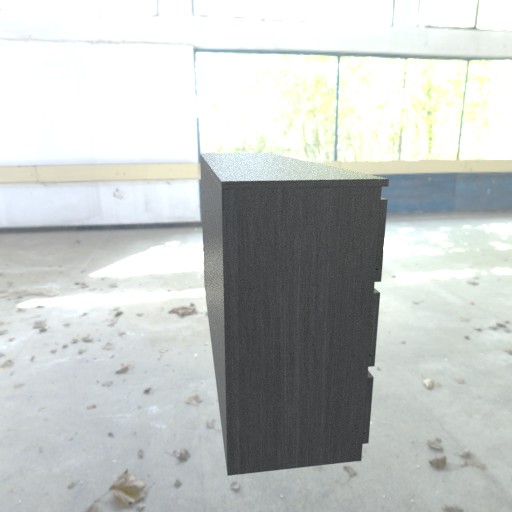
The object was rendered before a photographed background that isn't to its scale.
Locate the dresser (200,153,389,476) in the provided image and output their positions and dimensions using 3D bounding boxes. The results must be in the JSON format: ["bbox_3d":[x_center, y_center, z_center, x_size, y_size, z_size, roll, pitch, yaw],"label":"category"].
[{"bbox_3d":[0.000,0.000,1.889,0.400,0.795,1.590,-2,15,-8],"label":"dresser"}]
